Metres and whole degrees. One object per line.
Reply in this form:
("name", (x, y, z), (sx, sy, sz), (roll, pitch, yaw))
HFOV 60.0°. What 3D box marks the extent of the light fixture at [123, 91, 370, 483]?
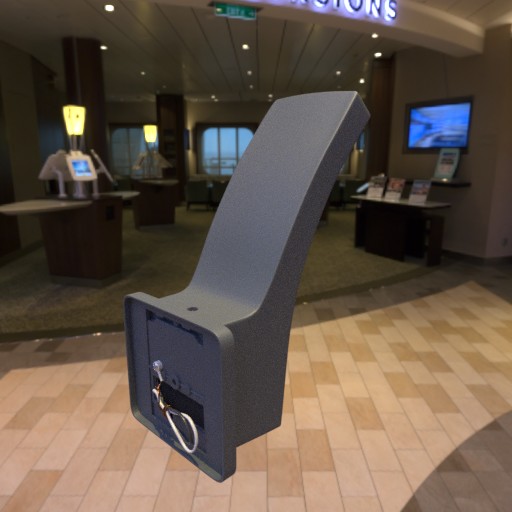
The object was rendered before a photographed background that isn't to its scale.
("light fixture", (0.000, 0.000, 0.334), (0.108, 0.243, 0.174), (13, 18, 43))
